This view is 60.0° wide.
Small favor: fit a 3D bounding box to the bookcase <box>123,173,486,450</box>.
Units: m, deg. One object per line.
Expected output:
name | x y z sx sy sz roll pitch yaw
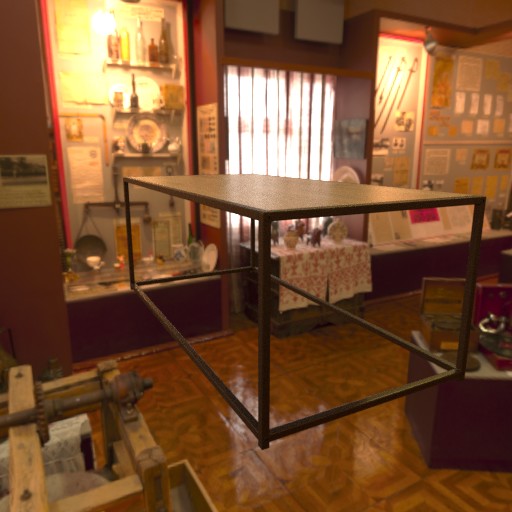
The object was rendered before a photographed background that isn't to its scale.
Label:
bookcase | 0.000 0.000 1.234 0.500 0.400 1.000 -7 15 -27
